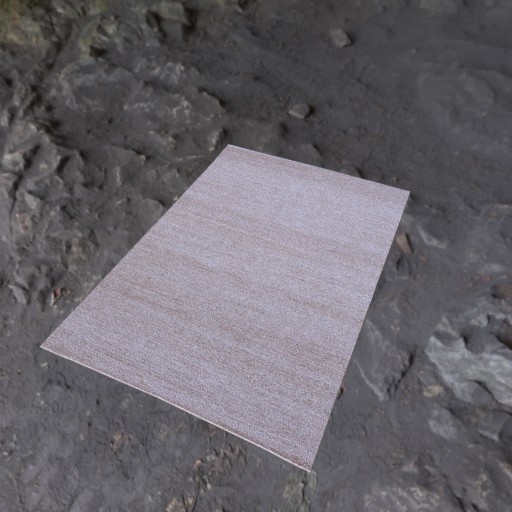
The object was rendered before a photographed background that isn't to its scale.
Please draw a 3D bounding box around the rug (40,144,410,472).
[{"bbox_3d":[0.000,0.000,2.950,1.596,0.030,2.283,19,49,17],"label":"rug"}]
